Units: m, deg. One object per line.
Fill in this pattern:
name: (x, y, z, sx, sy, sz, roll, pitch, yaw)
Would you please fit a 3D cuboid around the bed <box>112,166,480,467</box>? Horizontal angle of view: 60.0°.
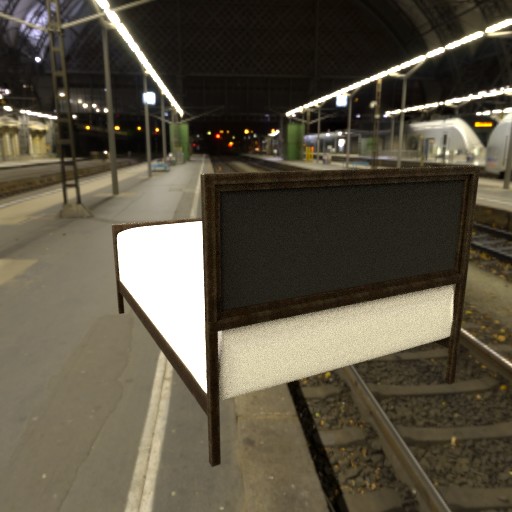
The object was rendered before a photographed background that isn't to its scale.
bed: (0.000, 0.000, 3.173, 1.607, 1.313, 2.221, -7, 15, -27)
